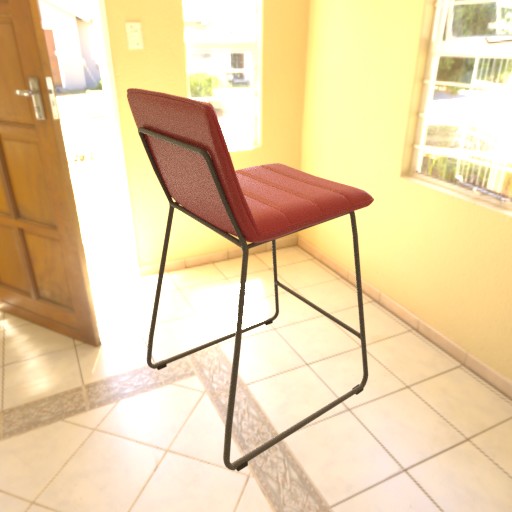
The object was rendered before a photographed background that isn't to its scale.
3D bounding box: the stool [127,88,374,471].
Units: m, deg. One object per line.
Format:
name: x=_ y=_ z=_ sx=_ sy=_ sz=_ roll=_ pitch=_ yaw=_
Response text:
stool: x=0.000 y=0.000 z=1.209 sx=0.524 sy=0.866 sz=0.489 roll=-17 pitch=31 yaw=-32
